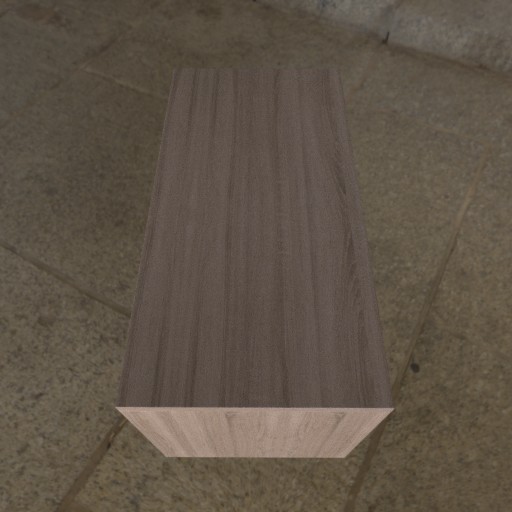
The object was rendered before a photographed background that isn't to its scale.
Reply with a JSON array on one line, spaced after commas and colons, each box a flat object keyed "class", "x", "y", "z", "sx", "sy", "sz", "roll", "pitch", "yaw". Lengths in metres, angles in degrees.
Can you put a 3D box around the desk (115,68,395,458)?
[{"class": "desk", "x": 0.000, "y": 0.000, "z": 1.782, "sx": 0.690, "sy": 0.745, "sz": 1.380, "roll": 0, "pitch": 57, "yaw": 0}]
